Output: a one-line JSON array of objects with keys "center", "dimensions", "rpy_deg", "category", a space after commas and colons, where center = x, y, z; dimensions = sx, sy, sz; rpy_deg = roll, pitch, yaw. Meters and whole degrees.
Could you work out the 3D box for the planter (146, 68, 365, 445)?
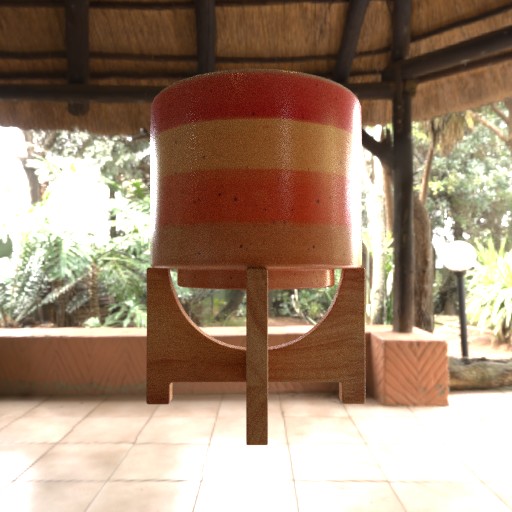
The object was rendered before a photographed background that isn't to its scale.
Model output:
[{"center": [0.000, 0.000, 0.410], "dimensions": [0.199, 0.268, 0.199], "rpy_deg": [0, -1, 0], "category": "planter"}]
